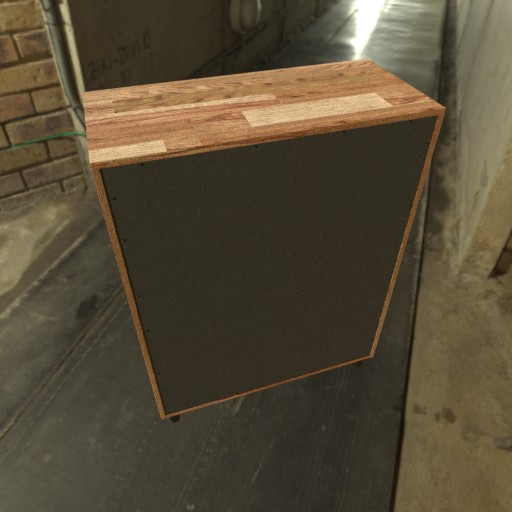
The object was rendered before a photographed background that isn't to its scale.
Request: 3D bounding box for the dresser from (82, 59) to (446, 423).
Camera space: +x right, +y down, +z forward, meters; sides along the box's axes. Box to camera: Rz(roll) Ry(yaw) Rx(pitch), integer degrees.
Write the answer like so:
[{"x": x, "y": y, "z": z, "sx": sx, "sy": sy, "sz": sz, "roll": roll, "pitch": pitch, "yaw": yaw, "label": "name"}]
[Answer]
[{"x": 0.000, "y": 0.000, "z": 1.711, "sx": 0.966, "sy": 1.243, "sz": 0.480, "roll": -12, "pitch": 43, "yaw": -14, "label": "dresser"}]
